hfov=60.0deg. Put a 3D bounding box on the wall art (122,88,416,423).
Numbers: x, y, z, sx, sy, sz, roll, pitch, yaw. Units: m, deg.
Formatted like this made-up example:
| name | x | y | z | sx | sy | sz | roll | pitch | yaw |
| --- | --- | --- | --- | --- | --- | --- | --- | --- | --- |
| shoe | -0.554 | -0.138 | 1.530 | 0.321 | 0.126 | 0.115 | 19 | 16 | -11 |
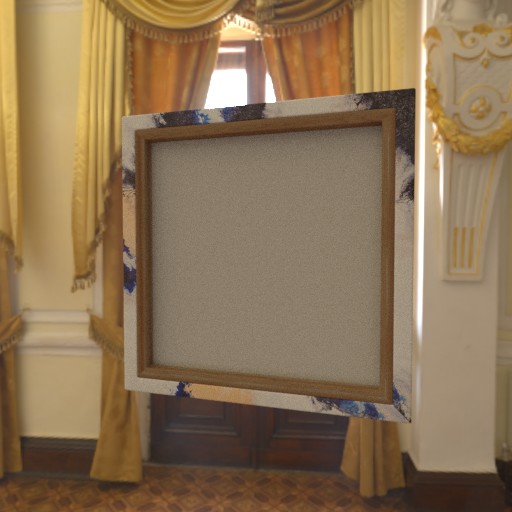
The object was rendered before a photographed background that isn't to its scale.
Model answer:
| name | x | y | z | sx | sy | sz | roll | pitch | yaw |
| --- | --- | --- | --- | --- | --- | --- | --- | --- | --- |
| wall art | 0.000 | 0.000 | 0.910 | 0.609 | 0.609 | 0.039 | 1 | 2 | 18 |
